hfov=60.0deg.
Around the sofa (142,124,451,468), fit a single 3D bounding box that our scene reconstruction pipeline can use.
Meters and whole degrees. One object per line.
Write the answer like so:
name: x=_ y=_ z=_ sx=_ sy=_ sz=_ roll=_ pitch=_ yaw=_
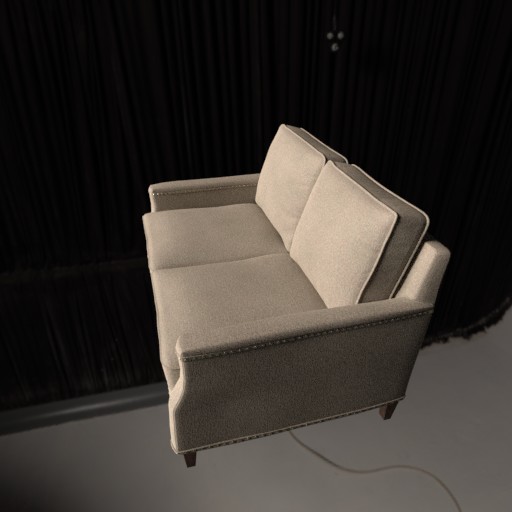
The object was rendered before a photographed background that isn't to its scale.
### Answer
sofa: x=0.000 y=0.000 z=2.276 sx=1.084 sy=1.003 sz=1.597 roll=-8 pitch=31 yaw=-13
